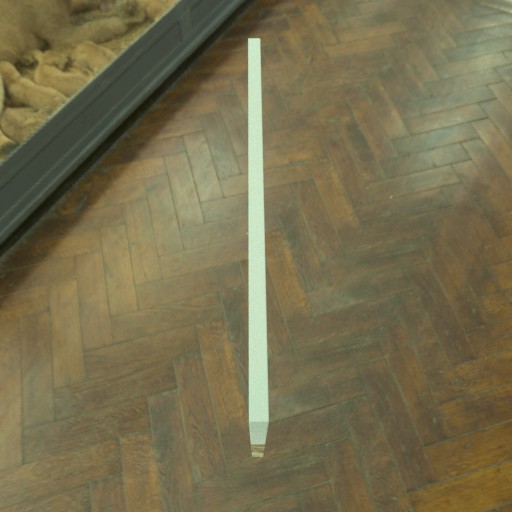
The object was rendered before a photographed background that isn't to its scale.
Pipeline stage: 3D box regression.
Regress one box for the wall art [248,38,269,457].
[{"bbox_3d":[0.000,0.000,1.931,0.051,1.016,1.520,0,61,0],"label":"wall art"}]
